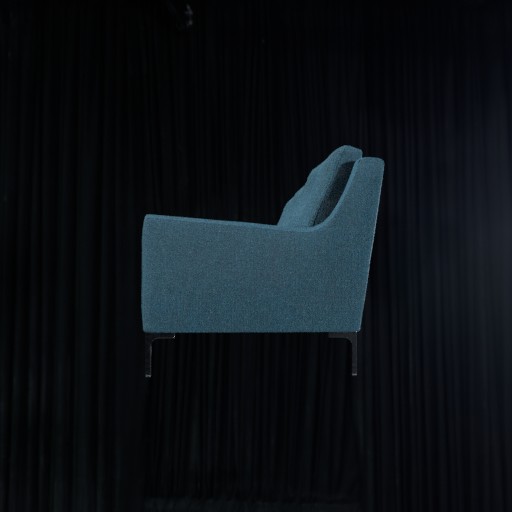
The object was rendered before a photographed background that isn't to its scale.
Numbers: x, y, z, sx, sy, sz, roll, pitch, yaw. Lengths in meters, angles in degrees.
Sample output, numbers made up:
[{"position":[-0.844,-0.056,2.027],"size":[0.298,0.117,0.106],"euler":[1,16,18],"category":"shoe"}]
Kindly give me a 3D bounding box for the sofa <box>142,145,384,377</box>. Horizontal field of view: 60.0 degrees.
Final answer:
[{"position":[0.000,0.000,2.544],"size":[0.849,0.837,2.060],"euler":[0,0,-1],"category":"sofa"}]
